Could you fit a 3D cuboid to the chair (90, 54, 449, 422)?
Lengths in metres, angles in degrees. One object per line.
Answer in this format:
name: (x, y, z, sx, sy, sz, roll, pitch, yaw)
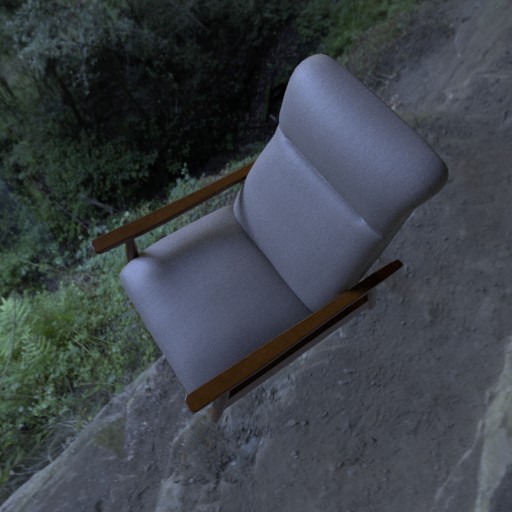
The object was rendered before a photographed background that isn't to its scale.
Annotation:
chair: (0.000, 0.000, 1.765, 1.032, 1.082, 0.762, -32, 68, -14)
